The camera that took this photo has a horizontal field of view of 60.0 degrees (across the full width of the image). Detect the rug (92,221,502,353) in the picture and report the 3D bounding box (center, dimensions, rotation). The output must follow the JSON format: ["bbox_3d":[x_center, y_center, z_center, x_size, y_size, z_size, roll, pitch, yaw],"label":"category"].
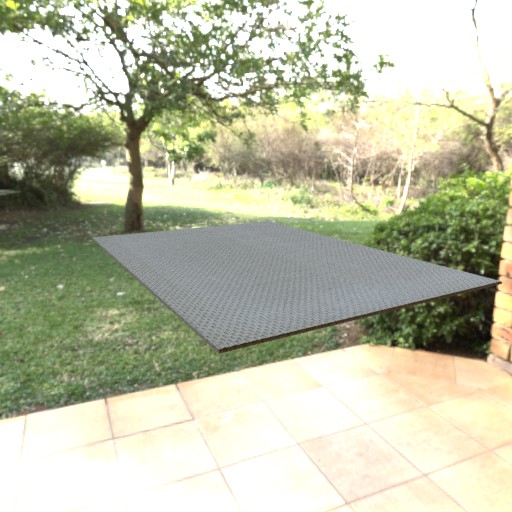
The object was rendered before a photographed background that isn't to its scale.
[{"bbox_3d":[0.000,0.000,2.678,1.509,0.013,2.144,-8,16,-29],"label":"rug"}]
